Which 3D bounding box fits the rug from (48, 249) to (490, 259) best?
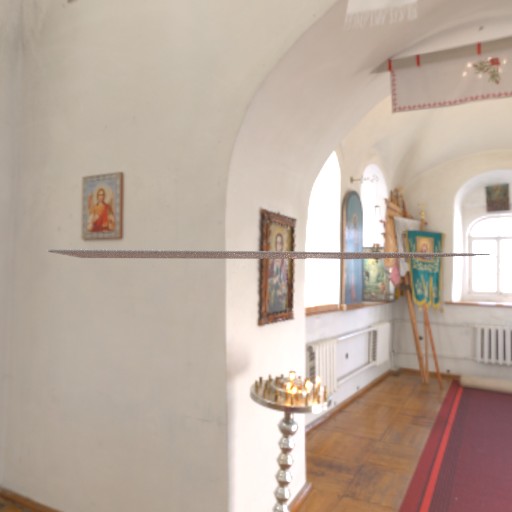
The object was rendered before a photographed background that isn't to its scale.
[{"bbox_3d":[0.000,0.000,2.850,2.232,0.011,1.555,0,-1,-17],"label":"rug"}]
